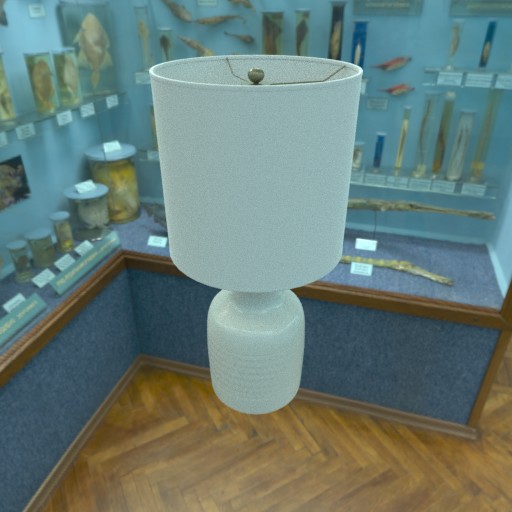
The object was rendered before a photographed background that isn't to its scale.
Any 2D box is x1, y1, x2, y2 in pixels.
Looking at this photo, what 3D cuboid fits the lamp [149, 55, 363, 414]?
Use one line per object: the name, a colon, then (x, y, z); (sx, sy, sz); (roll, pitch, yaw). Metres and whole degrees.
lamp: (0.000, 0.000, 0.496); (0.188, 0.392, 0.188); (10, 32, 16)
